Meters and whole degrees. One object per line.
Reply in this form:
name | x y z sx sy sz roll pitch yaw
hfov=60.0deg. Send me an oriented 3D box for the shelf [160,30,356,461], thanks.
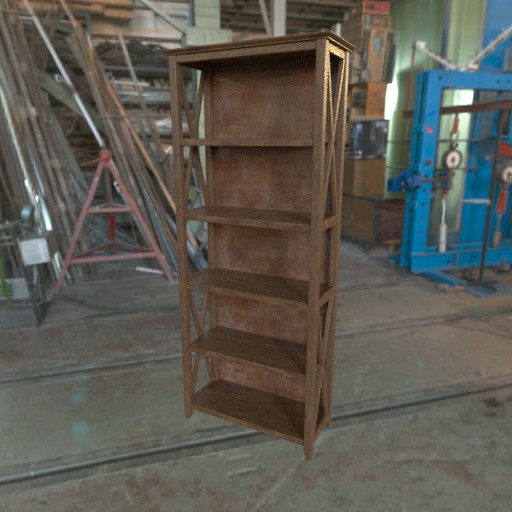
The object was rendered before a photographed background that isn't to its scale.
shelf | 0.000 0.000 2.208 0.805 1.905 0.335 8 16 27
